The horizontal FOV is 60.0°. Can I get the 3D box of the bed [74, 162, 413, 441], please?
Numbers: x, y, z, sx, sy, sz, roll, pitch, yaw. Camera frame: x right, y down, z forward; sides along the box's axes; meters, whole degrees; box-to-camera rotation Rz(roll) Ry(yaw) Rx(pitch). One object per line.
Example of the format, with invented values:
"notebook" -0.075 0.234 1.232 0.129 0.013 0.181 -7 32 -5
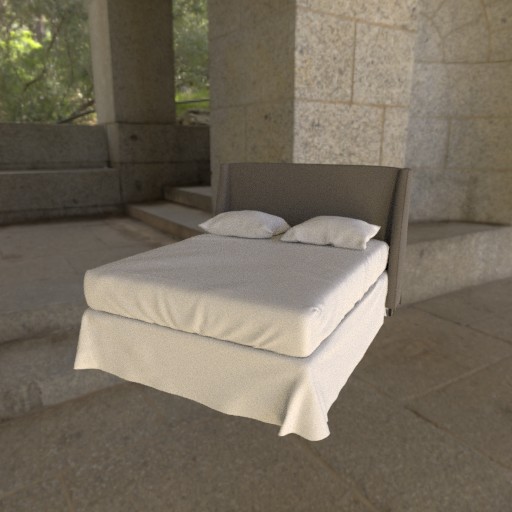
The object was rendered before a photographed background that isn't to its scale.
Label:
"bed" 0.000 0.000 3.482 1.925 1.332 2.276 8 16 27
